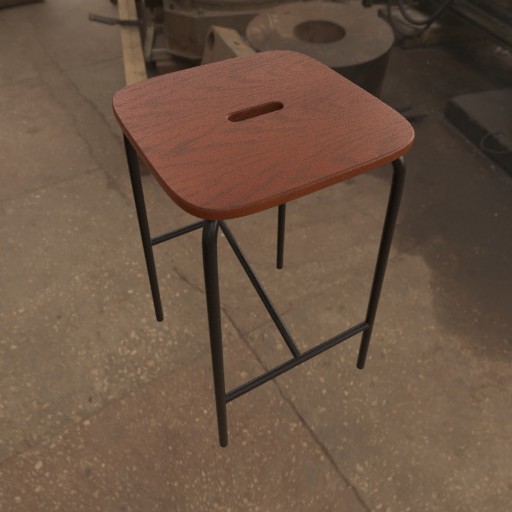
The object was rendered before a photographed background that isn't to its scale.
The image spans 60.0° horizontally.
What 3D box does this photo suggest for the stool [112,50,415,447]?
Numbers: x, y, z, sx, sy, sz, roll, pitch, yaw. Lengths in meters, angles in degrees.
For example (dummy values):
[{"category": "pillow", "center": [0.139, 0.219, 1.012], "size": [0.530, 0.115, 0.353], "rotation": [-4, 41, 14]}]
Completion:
[{"category": "stool", "center": [0.000, 0.000, 0.861], "size": [0.376, 0.610, 0.376], "rotation": [-23, 51, -20]}]
